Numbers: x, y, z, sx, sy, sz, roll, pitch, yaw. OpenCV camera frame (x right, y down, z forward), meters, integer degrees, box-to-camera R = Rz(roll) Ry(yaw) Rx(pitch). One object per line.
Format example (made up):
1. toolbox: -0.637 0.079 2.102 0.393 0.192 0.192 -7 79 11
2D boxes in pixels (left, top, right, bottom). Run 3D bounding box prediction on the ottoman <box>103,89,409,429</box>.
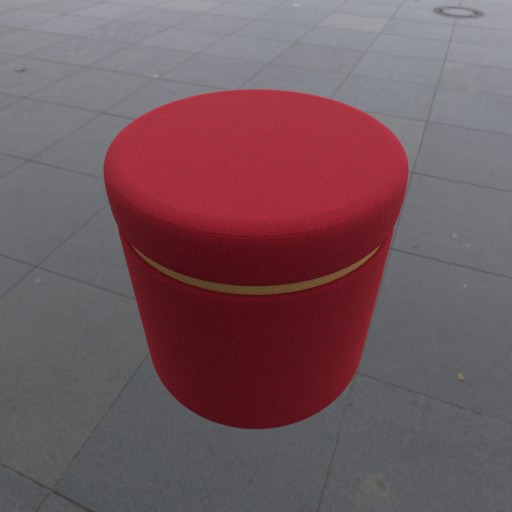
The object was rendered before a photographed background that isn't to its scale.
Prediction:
1. ottoman: 0.000 0.000 0.718 0.400 0.406 0.400 0 41 0
